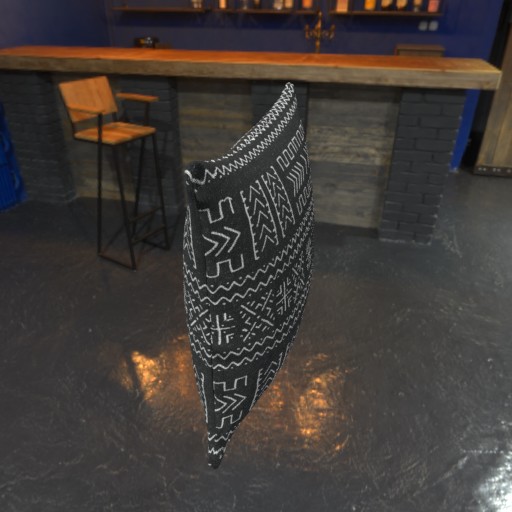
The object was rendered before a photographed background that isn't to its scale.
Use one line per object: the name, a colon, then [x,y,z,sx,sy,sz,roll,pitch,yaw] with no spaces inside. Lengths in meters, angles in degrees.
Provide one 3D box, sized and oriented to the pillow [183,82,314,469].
pillow: [0.000,0.000,0.668,0.164,0.430,0.438,8,31,14]
